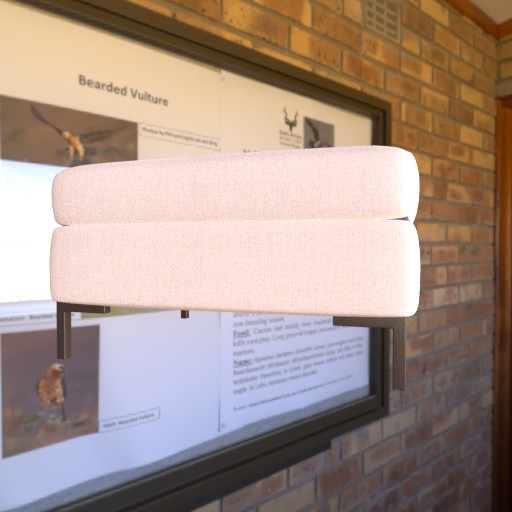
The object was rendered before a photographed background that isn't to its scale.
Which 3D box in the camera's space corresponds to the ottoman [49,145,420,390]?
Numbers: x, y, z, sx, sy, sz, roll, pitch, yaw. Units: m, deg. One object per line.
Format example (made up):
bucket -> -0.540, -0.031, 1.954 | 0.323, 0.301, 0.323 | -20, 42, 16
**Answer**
ottoman -> 0.000, 0.000, 1.167 | 0.794, 0.453, 0.657 | 0, 1, 17
